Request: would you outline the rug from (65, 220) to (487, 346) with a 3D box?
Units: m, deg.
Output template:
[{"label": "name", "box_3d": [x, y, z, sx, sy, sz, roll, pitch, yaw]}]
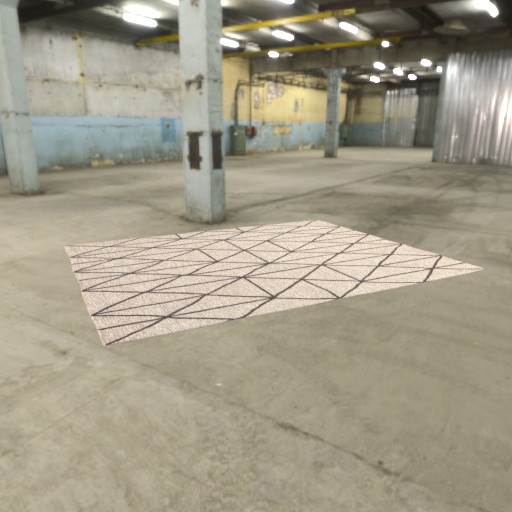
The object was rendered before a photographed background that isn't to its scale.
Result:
[{"label": "rug", "box_3d": [0.000, 0.000, 4.038, 3.061, 0.022, 2.468, -8, 17, -26]}]
